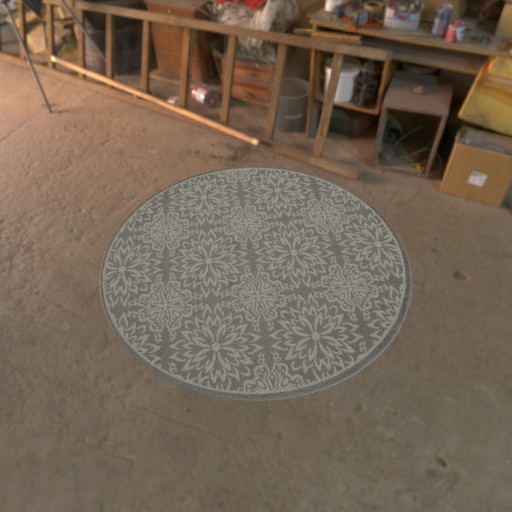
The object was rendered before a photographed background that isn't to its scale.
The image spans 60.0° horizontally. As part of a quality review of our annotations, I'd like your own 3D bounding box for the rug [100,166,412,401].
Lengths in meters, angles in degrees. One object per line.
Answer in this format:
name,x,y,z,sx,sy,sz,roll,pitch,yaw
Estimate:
rug,0.000,0.000,2.324,1.593,0.012,1.593,0,47,0
